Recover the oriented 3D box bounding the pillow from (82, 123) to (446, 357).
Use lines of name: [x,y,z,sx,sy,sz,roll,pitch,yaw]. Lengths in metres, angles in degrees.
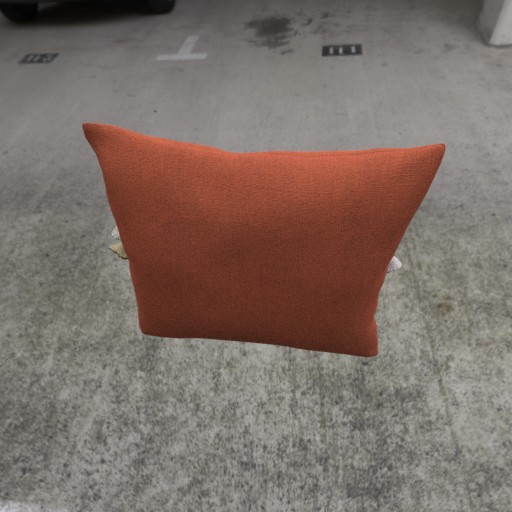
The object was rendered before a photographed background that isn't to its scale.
pillow: [0.000,0.000,0.744,0.490,0.482,0.165,5,46,5]
